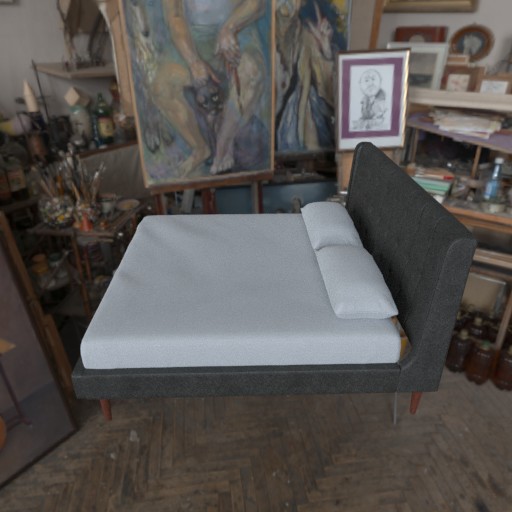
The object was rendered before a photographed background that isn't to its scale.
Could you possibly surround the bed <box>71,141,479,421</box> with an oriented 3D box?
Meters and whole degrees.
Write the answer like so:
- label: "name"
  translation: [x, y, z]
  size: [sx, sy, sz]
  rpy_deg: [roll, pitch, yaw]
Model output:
- label: "bed"
  translation: [0.000, 0.000, 3.121]
  size: [2.031, 1.158, 1.903]
  rpy_deg: [-1, 28, -2]
